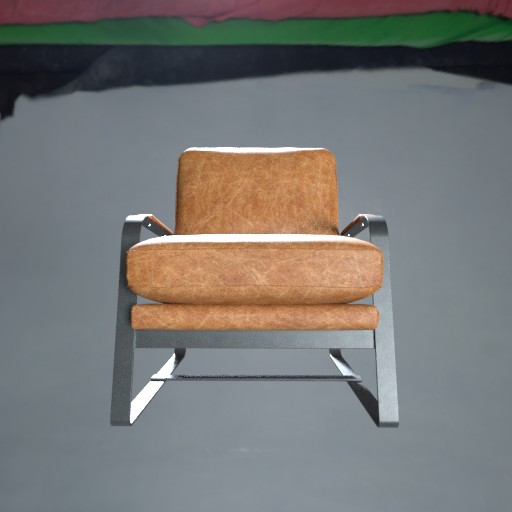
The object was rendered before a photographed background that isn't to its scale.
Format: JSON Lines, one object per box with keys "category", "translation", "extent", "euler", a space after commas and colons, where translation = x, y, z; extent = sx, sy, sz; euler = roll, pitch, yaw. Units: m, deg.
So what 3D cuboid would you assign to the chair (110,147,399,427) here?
{"category": "chair", "translation": [0.000, 0.000, 1.339], "extent": [0.651, 0.777, 0.801], "euler": [0, 0, 1]}
